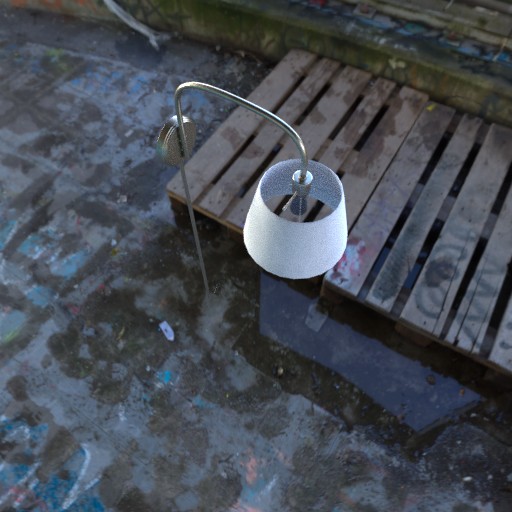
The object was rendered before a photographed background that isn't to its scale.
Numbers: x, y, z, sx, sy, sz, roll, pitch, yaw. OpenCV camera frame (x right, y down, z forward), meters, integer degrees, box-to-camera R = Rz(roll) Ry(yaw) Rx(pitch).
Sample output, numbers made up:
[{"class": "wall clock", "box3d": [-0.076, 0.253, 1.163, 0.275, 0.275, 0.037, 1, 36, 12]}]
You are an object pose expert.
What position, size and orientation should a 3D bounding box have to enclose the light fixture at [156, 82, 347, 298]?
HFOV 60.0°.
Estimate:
[{"class": "light fixture", "box3d": [0.000, 0.000, 0.474, 0.176, 0.399, 0.092, 30, 63, 16]}]
